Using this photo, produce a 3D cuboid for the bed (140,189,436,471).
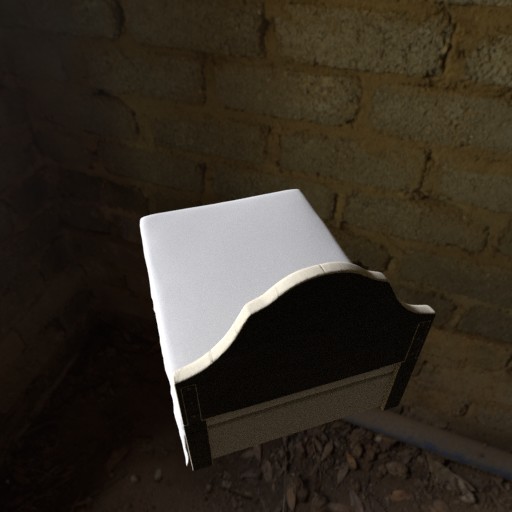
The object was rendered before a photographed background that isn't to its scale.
[{"bbox_3d":[0.000,0.000,3.278,1.627,1.575,2.092,-12,43,-13],"label":"bed"}]
